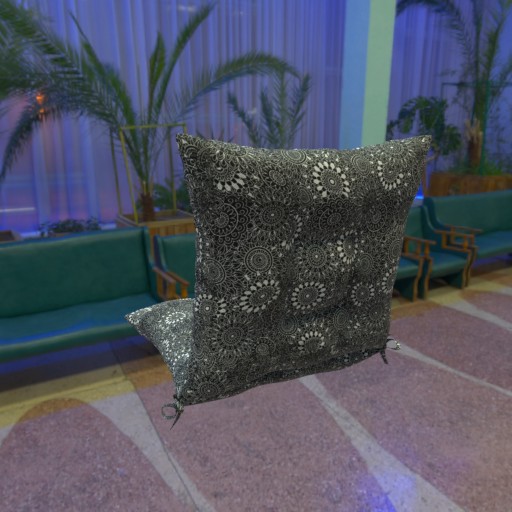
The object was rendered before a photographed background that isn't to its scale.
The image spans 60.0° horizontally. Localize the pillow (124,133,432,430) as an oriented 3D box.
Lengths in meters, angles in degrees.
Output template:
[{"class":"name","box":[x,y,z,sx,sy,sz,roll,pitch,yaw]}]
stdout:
[{"class":"pillow","box":[0.000,0.000,1.006,0.541,0.536,0.585,-8,17,-26]}]
